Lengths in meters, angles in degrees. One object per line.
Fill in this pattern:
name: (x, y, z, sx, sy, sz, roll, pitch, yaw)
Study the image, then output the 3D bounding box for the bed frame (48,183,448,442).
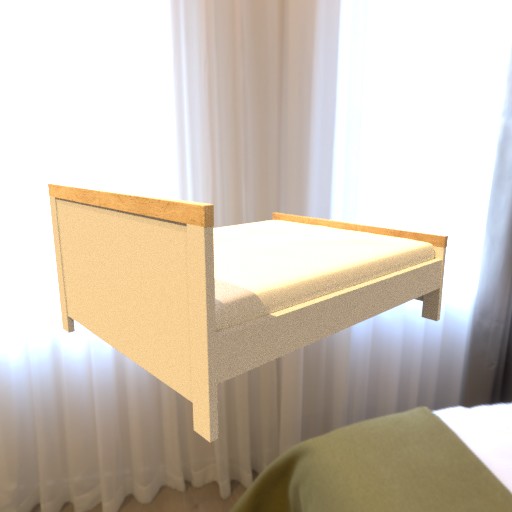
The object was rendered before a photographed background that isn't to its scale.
bed frame: (0.000, 0.000, 2.988, 2.050, 0.980, 1.670, -12, 17, -41)
